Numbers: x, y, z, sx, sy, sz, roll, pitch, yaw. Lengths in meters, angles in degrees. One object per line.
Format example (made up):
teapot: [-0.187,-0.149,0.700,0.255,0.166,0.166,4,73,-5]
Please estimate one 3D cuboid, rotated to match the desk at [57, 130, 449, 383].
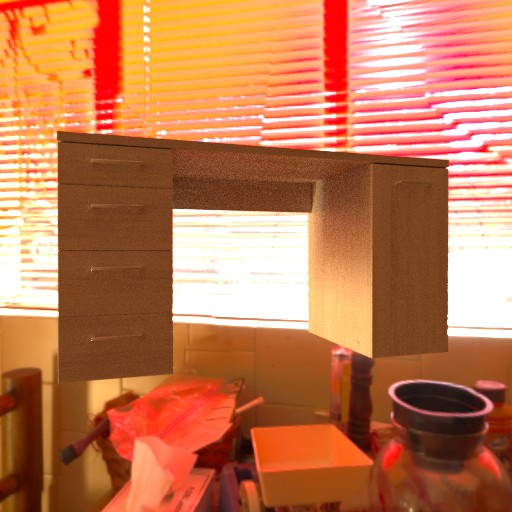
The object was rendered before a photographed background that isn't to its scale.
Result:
desk: [0.000,0.000,1.759,1.390,0.740,0.600,0,0,-17]
